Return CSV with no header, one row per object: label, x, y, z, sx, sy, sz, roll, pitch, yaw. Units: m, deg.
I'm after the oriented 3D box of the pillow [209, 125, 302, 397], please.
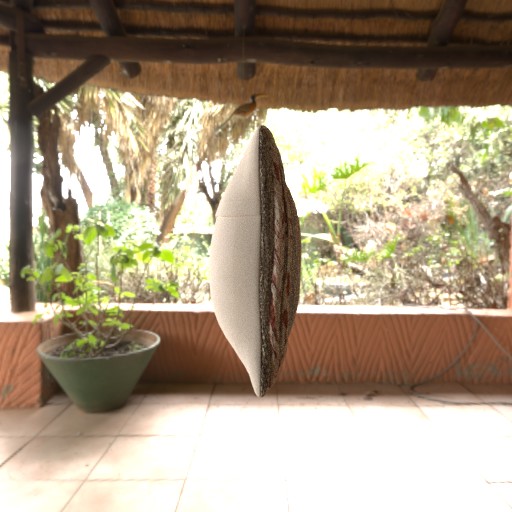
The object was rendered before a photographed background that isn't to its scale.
pillow,0.000,0.000,0.756,0.139,0.282,0.635,0,1,0
